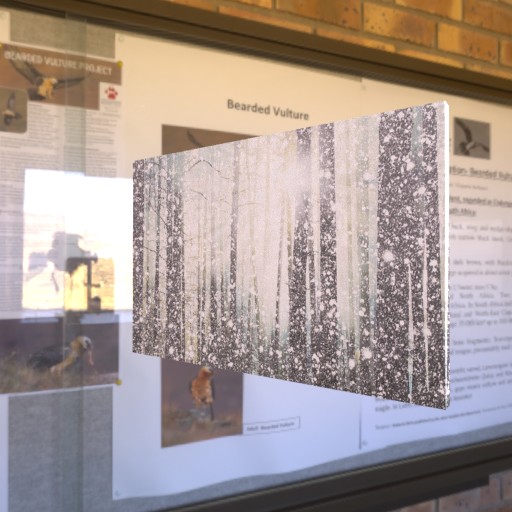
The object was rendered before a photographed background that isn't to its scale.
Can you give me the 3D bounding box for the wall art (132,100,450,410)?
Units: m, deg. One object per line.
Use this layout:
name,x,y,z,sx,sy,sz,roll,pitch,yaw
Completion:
wall art,0.000,0.000,1.135,0.919,0.598,0.038,0,-1,35
